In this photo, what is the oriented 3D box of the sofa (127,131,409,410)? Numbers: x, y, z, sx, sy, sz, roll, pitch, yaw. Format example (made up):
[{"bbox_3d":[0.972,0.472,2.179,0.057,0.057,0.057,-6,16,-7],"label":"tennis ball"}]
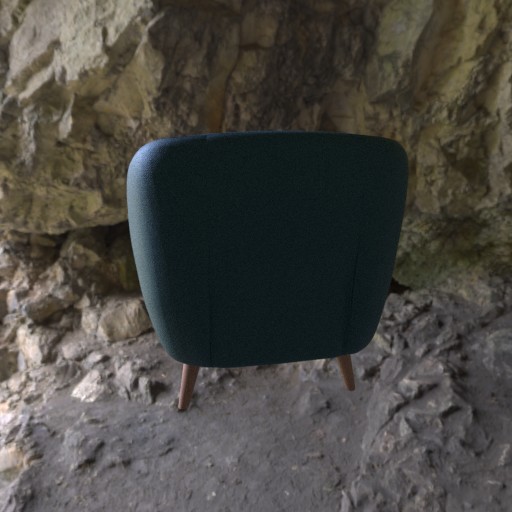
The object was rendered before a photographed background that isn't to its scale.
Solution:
[{"bbox_3d":[0.000,0.000,1.530,0.836,0.817,0.825,-3,15,-11],"label":"sofa"}]
